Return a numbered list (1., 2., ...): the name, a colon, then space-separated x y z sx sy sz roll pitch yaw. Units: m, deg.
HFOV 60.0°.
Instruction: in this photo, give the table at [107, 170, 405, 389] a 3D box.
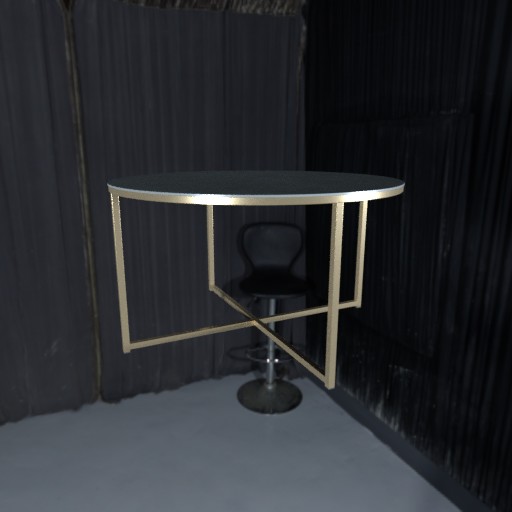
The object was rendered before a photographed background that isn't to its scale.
1. table: 0.000 0.000 1.311 0.800 0.450 0.800 0 14 0
